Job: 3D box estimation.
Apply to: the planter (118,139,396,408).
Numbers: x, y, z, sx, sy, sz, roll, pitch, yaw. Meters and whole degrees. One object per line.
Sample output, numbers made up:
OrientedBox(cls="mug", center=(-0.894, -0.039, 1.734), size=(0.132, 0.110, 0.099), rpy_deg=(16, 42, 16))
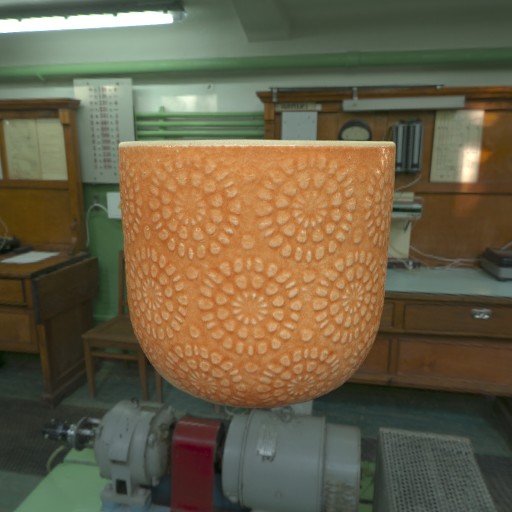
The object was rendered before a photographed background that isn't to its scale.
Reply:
OrientedBox(cls="planter", center=(0.000, 0.000, 0.292), size=(0.170, 0.152, 0.170), rpy_deg=(0, 13, 0))
